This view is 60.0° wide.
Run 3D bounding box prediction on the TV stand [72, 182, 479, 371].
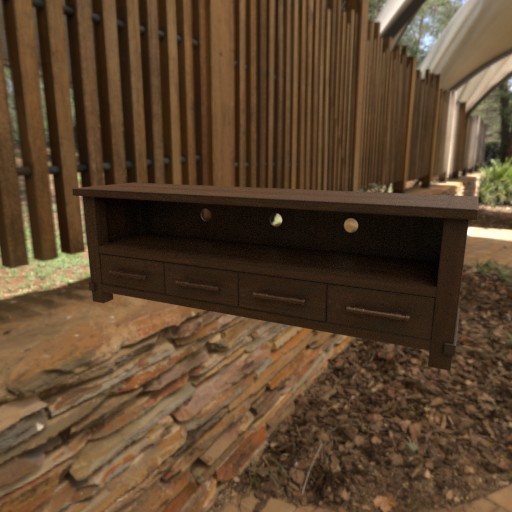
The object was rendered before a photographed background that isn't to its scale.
[{"bbox_3d":[0.000,0.000,2.139,1.866,0.615,0.471,6,15,25],"label":"TV stand"}]
